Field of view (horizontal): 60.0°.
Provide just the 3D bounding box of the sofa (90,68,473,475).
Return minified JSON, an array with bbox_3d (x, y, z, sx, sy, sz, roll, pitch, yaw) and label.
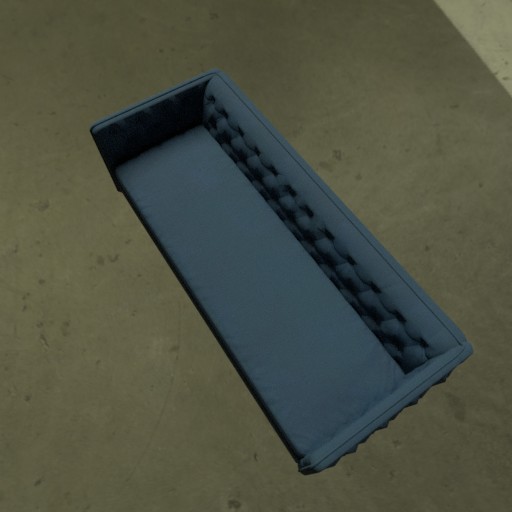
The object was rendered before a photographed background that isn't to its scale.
[{"bbox_3d":[0.000,0.000,2.560,0.895,0.771,2.209,-31,67,-15],"label":"sofa"}]
